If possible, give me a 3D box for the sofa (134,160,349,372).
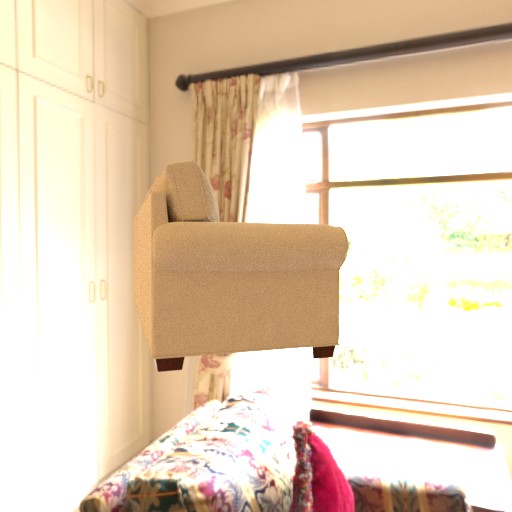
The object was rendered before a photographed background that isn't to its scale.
[{"bbox_3d":[0.000,0.000,2.411,1.226,0.734,1.770,0,1,-17],"label":"sofa"}]
